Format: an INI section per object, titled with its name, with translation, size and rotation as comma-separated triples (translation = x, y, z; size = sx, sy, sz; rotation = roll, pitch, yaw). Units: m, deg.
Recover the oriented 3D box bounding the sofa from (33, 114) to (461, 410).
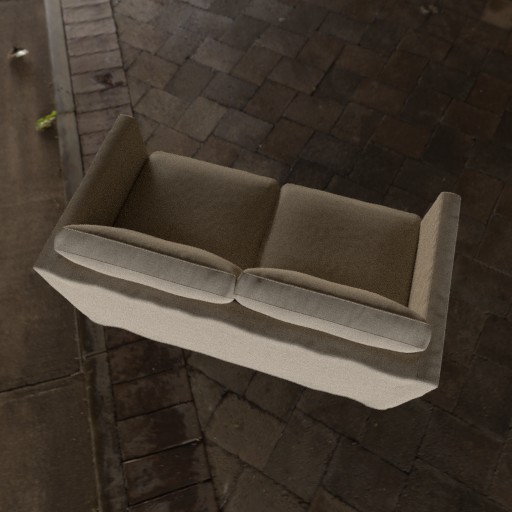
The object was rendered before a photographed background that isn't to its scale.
[sofa]
translation = 0.000, 0.000, 2.240
size = 1.766, 0.828, 0.956
rotation = 15, 65, 7
